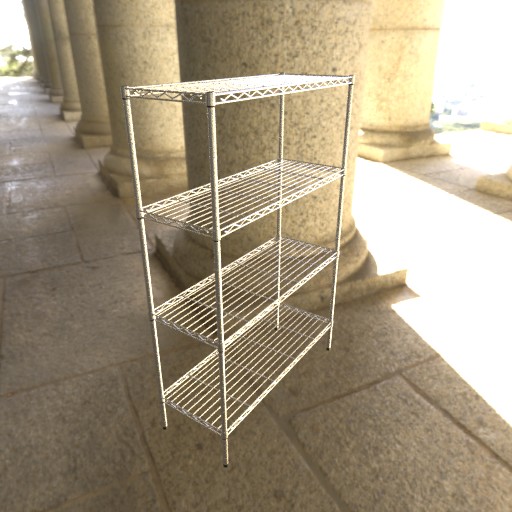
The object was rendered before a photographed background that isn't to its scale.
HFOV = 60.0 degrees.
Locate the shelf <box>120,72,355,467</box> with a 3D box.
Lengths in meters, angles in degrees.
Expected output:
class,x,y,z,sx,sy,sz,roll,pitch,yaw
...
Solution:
class,x,y,z,sx,sy,sz,roll,pitch,yaw
shelf,0.000,0.000,1.834,0.352,1.360,0.907,17,30,31
